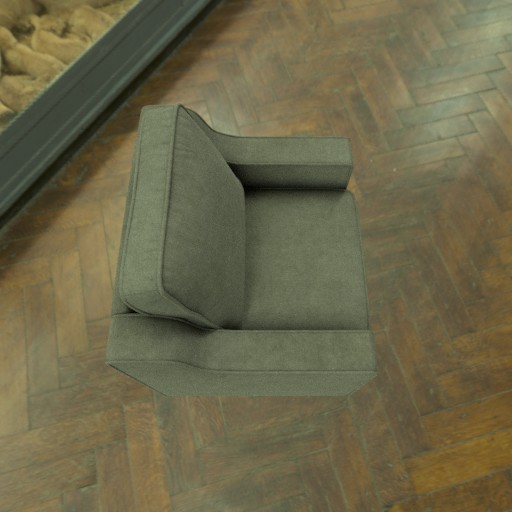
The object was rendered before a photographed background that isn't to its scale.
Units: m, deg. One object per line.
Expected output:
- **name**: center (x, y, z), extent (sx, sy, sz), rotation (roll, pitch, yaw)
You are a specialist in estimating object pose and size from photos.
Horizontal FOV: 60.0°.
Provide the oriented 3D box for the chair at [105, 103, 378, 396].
- **chair**: center (0.000, 0.000, 1.666), extent (0.840, 0.944, 0.926), rotation (0, 65, 0)
